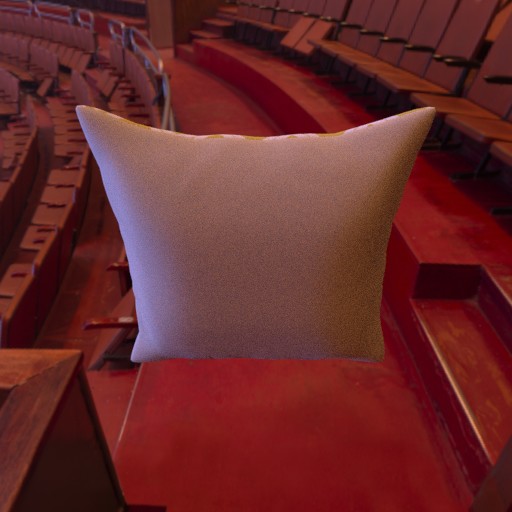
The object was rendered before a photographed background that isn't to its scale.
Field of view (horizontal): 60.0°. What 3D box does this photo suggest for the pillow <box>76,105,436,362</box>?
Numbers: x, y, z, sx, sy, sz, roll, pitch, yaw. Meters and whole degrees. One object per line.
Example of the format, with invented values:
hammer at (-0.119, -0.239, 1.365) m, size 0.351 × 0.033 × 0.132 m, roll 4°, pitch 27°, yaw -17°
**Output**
pillow at (0.000, 0.000, 0.749) m, size 0.504 × 0.494 × 0.188 m, roll 0°, pitch 32°, yaw 0°
